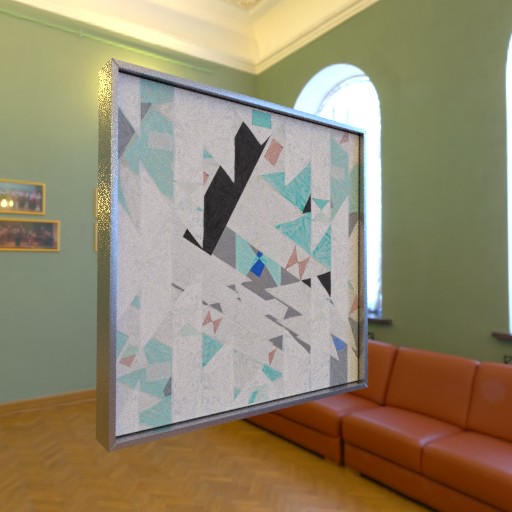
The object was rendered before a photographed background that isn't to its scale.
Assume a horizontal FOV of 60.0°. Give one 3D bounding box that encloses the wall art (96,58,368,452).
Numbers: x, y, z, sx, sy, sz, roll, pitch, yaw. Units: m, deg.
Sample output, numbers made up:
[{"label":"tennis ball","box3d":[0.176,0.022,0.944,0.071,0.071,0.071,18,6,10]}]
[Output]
[{"label":"wall art","box3d":[0.000,0.000,0.512,0.350,0.350,0.038,1,-2,-37]}]
